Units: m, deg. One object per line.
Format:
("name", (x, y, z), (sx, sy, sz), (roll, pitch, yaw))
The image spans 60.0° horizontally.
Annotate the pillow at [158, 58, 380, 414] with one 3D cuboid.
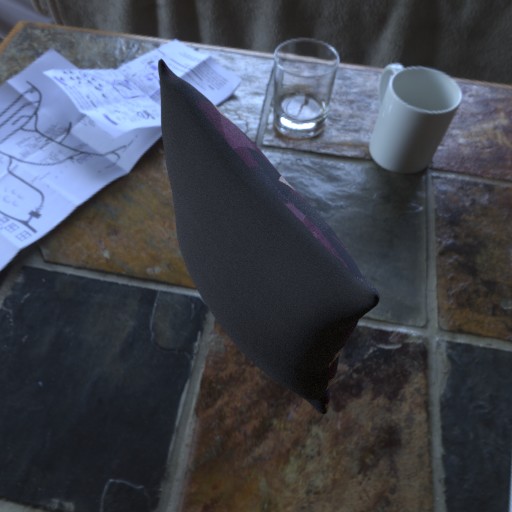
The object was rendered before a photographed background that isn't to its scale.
("pillow", (0.000, 0.000, 0.766), (0.208, 0.496, 0.503), (-30, 63, -17))
